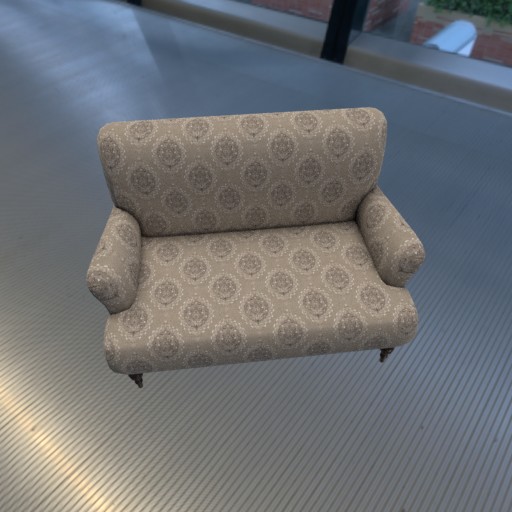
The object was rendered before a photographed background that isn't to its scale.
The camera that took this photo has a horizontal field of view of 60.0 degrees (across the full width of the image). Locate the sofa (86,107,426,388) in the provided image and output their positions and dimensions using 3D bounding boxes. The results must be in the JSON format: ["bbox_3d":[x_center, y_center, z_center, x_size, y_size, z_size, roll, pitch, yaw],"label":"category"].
[{"bbox_3d":[0.000,0.000,1.863,1.297,0.889,0.779,-5,46,-5],"label":"sofa"}]
